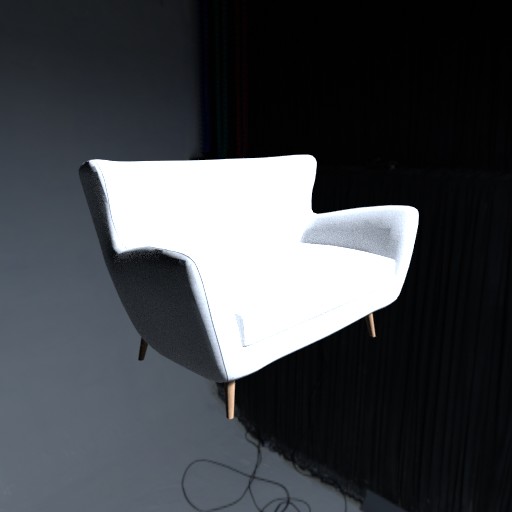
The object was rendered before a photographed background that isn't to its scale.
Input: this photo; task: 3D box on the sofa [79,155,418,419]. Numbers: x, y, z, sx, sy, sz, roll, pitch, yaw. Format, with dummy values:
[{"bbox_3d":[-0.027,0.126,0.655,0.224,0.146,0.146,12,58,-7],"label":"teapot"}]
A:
[{"bbox_3d":[0.000,0.000,2.028,0.921,0.878,1.424,13,19,43],"label":"sofa"}]
